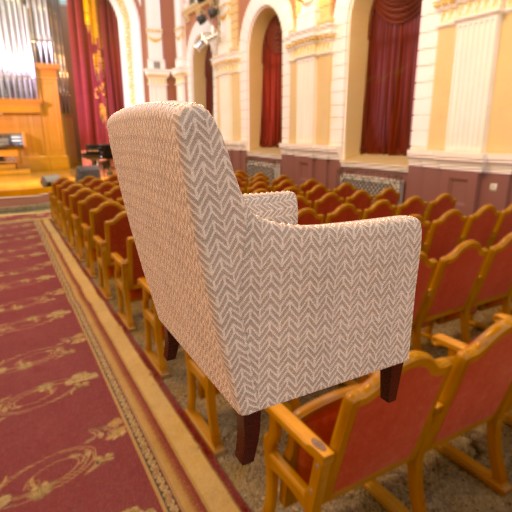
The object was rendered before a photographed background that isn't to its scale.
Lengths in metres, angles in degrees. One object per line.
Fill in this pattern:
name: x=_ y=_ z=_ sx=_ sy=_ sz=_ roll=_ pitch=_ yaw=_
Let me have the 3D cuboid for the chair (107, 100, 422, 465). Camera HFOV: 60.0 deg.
chair: x=0.000 y=0.000 z=1.273 sx=0.651 sy=0.816 sz=0.623 roll=-8 pitch=18 yaw=-28
